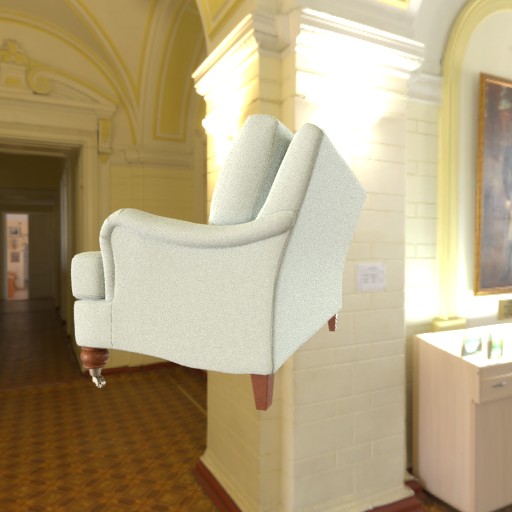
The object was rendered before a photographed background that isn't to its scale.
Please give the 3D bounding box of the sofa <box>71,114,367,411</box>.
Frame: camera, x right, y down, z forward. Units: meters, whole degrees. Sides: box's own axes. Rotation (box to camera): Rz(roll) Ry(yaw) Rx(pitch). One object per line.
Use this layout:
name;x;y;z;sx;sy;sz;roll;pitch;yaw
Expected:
sofa;0.000;0.000;2.523;1.084;1.101;1.853;0;1;19
